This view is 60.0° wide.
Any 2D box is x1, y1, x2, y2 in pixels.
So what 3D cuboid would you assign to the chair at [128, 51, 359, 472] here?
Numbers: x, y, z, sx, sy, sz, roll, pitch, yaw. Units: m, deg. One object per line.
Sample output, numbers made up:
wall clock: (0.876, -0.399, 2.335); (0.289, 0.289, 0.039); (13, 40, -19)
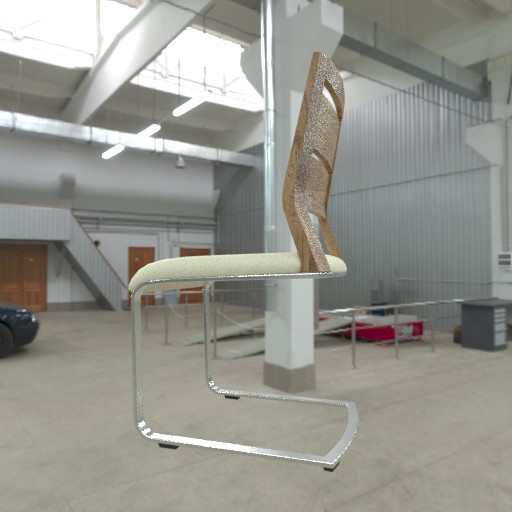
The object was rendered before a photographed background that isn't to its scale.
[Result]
chair: (0.000, 0.000, 1.262); (0.561, 0.955, 0.457); (0, -1, 19)
